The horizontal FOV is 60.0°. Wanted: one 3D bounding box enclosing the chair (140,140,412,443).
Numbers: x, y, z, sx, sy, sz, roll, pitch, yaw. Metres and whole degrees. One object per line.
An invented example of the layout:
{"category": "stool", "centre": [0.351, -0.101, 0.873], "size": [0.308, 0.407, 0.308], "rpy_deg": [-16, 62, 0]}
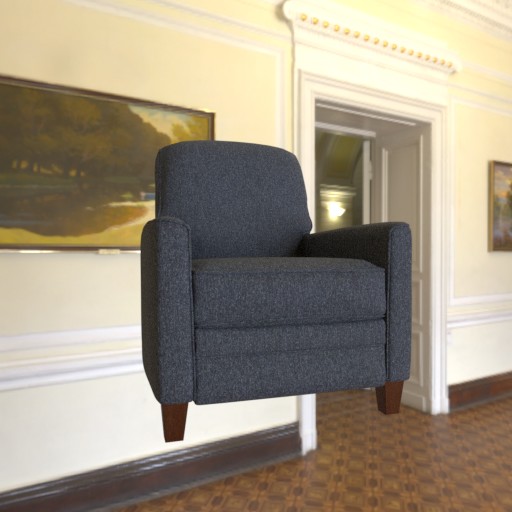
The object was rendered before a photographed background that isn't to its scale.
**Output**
{"category": "chair", "centre": [0.000, 0.000, 1.664], "size": [0.839, 1.016, 0.850], "rpy_deg": [0, 1, -17]}
